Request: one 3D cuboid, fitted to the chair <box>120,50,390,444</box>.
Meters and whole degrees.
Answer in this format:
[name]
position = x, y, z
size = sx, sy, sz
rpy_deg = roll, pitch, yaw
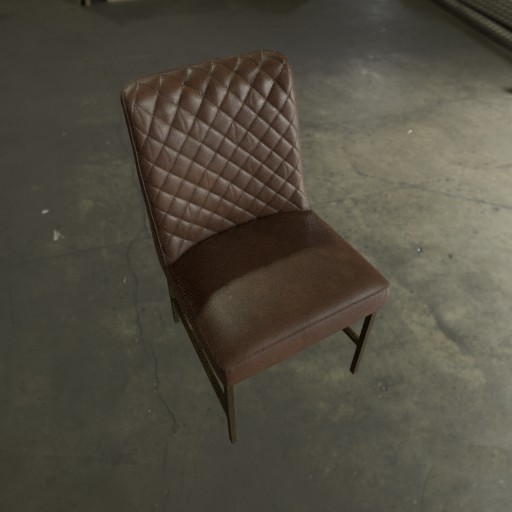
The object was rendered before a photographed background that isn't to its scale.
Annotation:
[chair]
position = 0.000, 0.000, 1.253
size = 0.508, 0.889, 0.587
rpy_deg = -23, 50, -20
